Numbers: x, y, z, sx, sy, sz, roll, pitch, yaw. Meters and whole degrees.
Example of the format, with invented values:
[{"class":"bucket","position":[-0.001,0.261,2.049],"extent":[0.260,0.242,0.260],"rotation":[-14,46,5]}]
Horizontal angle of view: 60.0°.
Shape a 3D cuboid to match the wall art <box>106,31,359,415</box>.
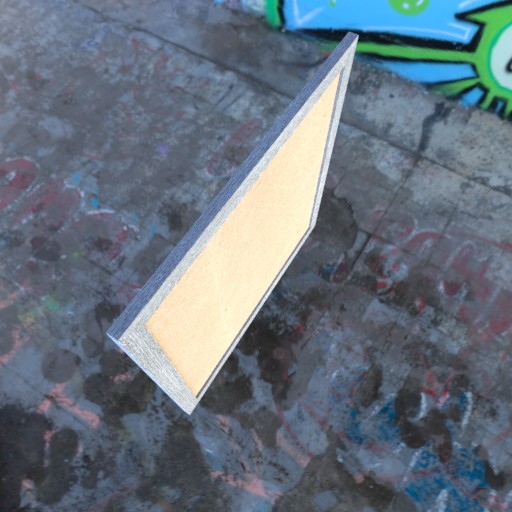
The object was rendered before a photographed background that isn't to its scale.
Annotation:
[{"class":"wall art","position":[0.000,0.000,0.996],"extent":[0.020,0.685,0.685],"rotation":[29,67,14]}]
